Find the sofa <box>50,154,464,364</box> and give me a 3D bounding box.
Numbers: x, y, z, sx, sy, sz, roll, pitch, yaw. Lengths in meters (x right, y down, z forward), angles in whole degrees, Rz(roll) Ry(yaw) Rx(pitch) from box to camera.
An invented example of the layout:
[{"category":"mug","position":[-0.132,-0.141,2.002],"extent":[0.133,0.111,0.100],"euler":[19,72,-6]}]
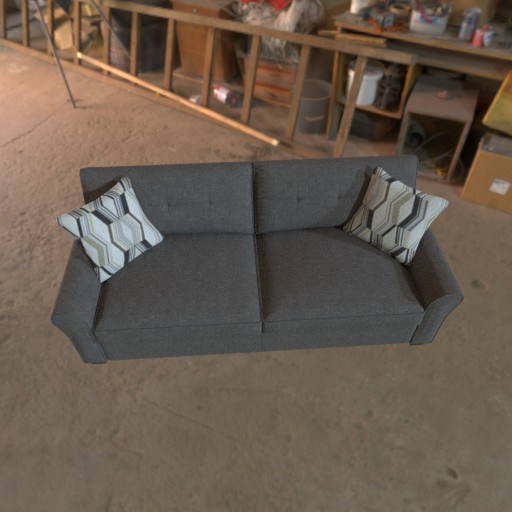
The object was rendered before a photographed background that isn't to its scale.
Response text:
[{"category":"sofa","position":[0.000,0.000,2.502],"extent":[2.032,0.813,0.889],"euler":[-3,47,-3]}]
